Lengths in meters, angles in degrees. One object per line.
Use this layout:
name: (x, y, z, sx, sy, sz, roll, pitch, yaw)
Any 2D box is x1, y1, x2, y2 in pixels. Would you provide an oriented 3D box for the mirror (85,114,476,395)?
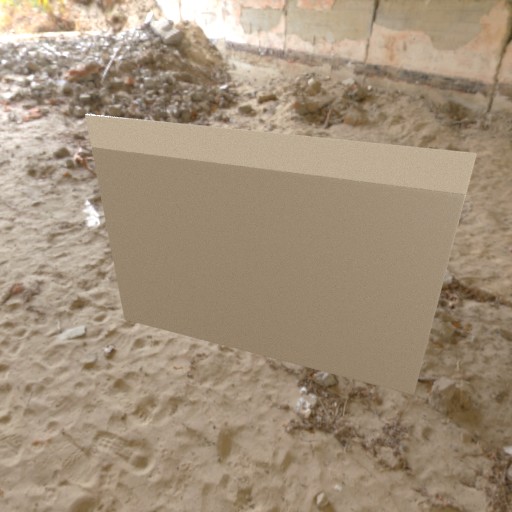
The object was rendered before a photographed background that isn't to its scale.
mirror: (0.000, 0.000, 1.112, 0.870, 0.630, 0.030, 11, 32, 17)
